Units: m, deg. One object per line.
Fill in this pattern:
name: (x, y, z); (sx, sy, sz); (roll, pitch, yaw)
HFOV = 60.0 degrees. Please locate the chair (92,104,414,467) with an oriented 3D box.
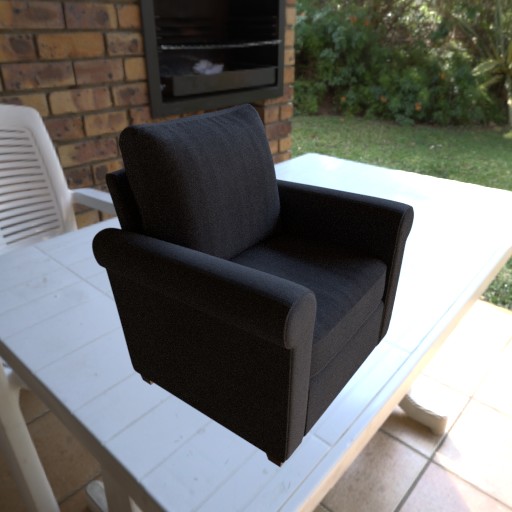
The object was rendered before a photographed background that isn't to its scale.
chair: (0.000, 0.000, 1.600); (0.828, 0.942, 0.867); (19, 33, 32)
